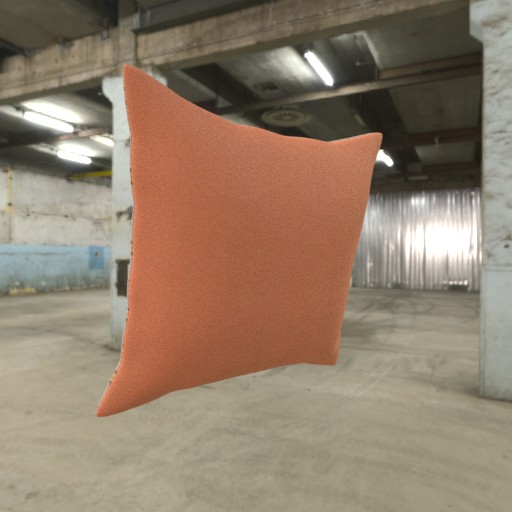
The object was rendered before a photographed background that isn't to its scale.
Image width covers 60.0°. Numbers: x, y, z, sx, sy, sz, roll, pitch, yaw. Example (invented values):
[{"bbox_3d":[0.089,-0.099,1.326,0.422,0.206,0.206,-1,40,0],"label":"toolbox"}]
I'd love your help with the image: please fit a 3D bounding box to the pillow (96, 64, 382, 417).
[{"bbox_3d":[0.000,0.000,0.677,0.453,0.430,0.200,1,-1,-36],"label":"pillow"}]
